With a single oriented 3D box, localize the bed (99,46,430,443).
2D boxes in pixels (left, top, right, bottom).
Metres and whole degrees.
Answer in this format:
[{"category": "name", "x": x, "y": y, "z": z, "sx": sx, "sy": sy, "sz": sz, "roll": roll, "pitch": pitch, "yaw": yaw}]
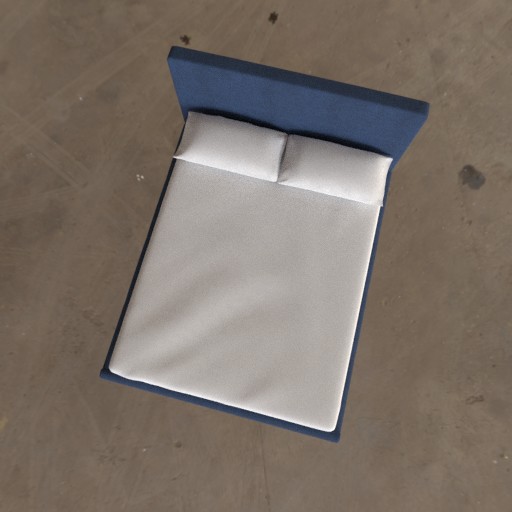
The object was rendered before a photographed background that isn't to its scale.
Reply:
[{"category": "bed", "x": 0.000, "y": 0.000, "z": 3.131, "sx": 1.723, "sy": 1.231, "sz": 2.172, "roll": 14, "pitch": 76, "yaw": 4}]
